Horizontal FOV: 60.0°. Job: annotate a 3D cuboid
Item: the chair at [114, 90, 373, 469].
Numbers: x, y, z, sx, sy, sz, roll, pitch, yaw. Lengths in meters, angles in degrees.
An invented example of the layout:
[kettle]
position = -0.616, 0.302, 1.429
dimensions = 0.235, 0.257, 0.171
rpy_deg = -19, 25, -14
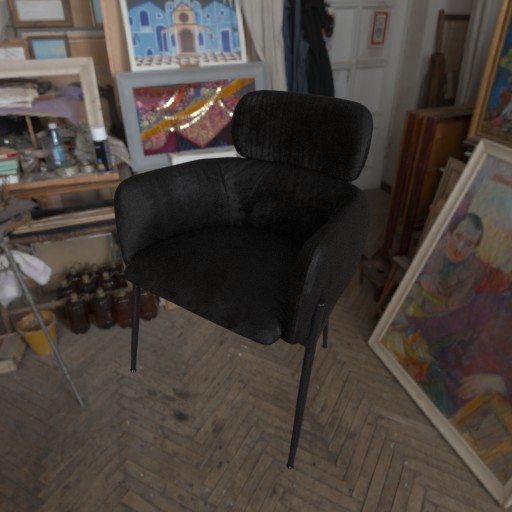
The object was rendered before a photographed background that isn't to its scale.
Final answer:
[chair]
position = 0.000, 0.000, 1.299
dimensions = 0.640, 0.818, 0.604
rpy_deg = 20, 36, 29
